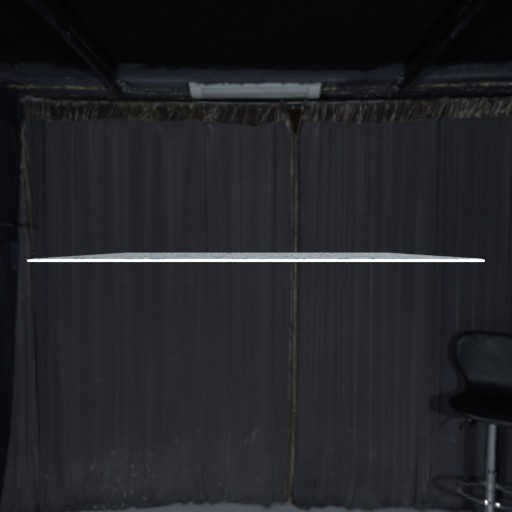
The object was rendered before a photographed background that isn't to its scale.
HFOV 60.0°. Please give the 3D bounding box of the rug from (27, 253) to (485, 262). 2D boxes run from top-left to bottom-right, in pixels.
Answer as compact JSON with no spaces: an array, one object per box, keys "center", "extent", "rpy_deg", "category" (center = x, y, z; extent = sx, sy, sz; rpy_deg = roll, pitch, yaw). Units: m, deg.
[{"center":[0.000,0.000,2.918],"extent":[2.197,0.014,1.586],"rpy_deg":[0,1,0],"category":"rug"}]
